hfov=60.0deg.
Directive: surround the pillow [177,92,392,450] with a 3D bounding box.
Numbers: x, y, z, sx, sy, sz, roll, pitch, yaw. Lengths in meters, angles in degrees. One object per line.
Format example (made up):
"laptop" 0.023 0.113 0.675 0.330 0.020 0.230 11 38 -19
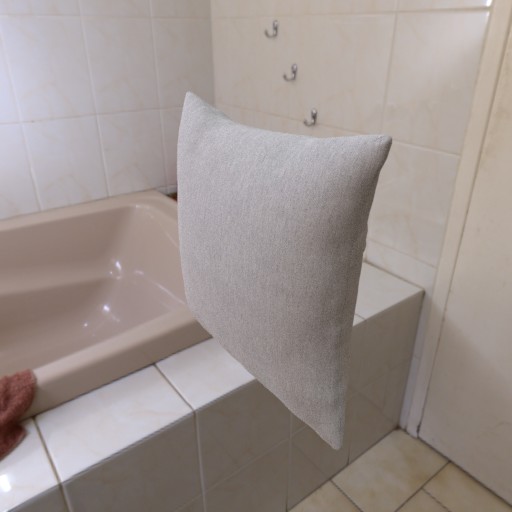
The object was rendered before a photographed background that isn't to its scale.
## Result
"pillow" 0.000 0.000 0.683 0.173 0.436 0.433 -17 32 -31
